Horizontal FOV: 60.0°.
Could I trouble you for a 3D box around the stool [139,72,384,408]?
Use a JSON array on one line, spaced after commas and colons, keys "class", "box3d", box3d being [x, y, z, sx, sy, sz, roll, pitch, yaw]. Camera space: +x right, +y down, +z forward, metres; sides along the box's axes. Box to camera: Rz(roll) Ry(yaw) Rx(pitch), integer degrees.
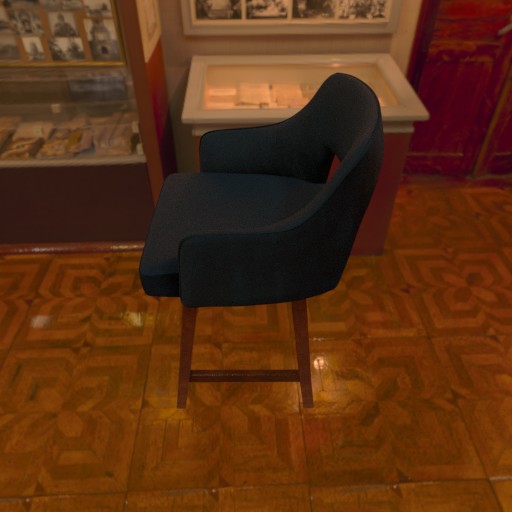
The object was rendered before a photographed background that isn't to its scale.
[{"class": "stool", "box3d": [0.000, 0.000, 1.289, 0.560, 0.940, 0.550, 0, 40, 0]}]
